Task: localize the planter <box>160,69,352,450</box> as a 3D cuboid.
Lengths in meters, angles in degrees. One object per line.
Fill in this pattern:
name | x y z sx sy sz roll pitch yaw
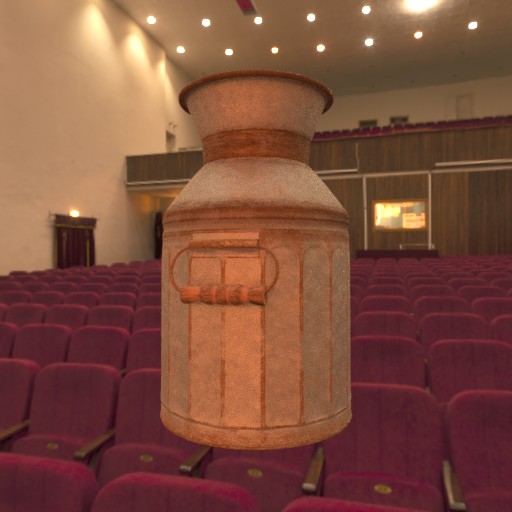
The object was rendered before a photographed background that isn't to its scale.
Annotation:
planter | 0.000 0.000 0.510 0.215 0.358 0.248 0 0 17
